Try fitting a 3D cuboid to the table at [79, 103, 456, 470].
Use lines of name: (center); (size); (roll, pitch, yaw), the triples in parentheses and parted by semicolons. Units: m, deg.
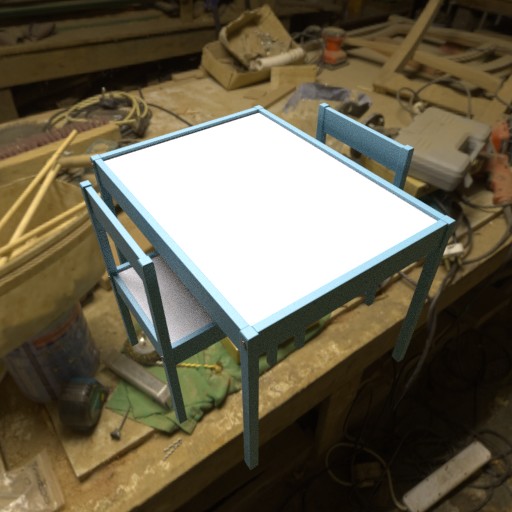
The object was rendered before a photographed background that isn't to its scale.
table: (0.000, 0.000, 1.067); (0.633, 0.503, 0.639); (-26, 48, -25)
